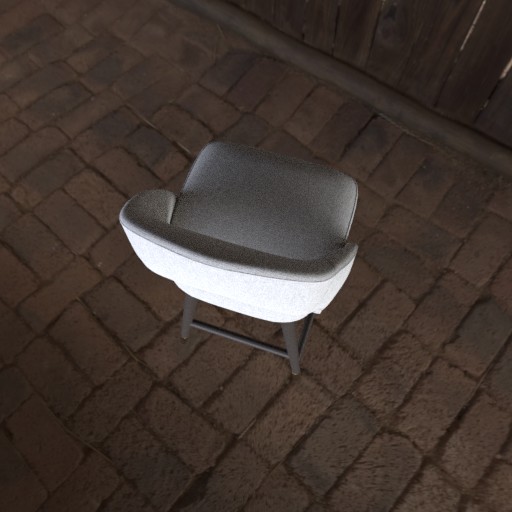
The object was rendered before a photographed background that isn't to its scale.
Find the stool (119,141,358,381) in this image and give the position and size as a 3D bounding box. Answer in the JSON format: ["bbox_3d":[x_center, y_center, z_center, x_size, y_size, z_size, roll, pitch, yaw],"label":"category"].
[{"bbox_3d":[0.000,0.000,1.234,0.494,0.940,0.509,16,65,8],"label":"stool"}]
